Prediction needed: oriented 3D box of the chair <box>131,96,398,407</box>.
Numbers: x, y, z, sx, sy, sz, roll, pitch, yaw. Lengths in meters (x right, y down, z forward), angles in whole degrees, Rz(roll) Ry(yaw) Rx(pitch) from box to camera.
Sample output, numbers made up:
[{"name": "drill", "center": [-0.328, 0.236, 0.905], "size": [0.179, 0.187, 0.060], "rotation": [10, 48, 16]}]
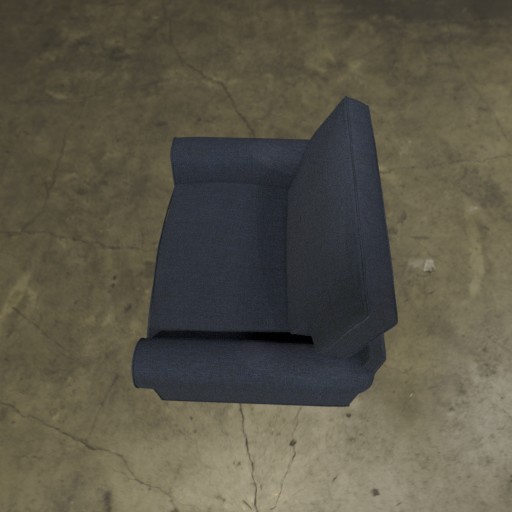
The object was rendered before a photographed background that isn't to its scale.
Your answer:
[{"name": "chair", "center": [0.000, 0.000, 2.059], "size": [0.963, 1.044, 1.285], "rotation": [2, 59, 1]}]
